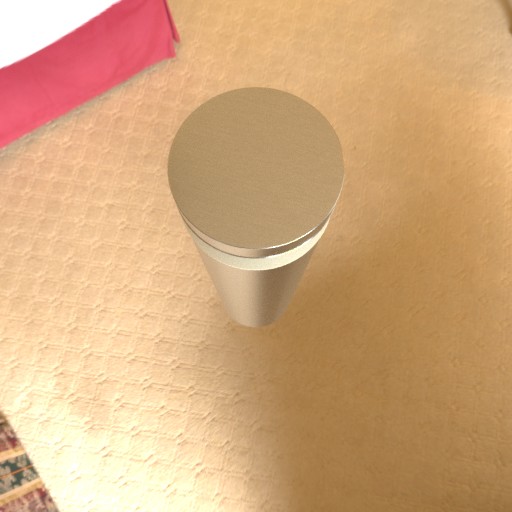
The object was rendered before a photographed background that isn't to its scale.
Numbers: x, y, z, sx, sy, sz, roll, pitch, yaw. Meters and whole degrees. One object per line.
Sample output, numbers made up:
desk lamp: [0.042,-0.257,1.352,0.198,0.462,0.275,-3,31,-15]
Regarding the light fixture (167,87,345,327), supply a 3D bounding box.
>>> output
light fixture: [0.000,0.000,0.442,0.102,0.400,0.102,17,76,4]
